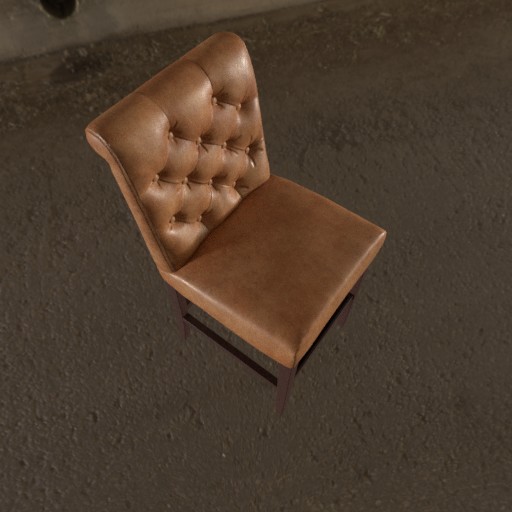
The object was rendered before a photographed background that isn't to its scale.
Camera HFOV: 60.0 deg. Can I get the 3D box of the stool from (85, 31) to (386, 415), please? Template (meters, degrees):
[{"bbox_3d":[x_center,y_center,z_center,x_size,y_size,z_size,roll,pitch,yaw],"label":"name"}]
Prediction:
[{"bbox_3d":[0.000,0.000,1.357,0.601,1.047,0.493,32,63,19],"label":"stool"}]
